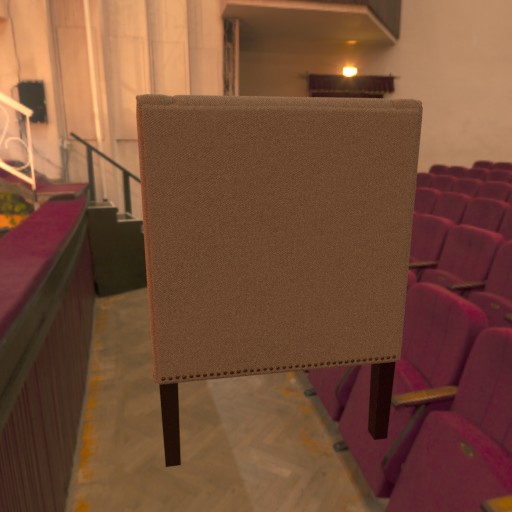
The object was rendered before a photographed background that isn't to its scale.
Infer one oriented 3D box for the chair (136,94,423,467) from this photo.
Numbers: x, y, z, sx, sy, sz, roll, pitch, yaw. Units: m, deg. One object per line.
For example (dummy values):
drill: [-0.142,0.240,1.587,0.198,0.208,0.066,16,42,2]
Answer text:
chair: [0.000,0.000,1.370,0.628,0.872,0.748,-3,15,-10]
